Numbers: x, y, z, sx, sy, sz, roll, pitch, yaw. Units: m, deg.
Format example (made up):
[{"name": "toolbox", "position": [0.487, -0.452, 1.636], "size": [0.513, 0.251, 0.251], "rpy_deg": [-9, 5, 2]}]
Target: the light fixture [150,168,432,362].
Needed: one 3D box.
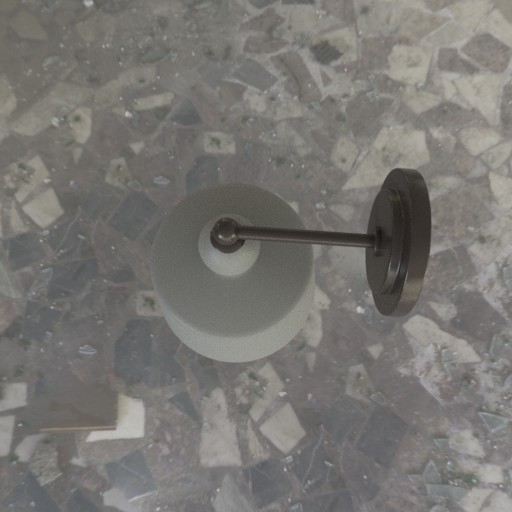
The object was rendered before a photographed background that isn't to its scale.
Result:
[{"name": "light fixture", "position": [0.000, 0.000, 0.450], "size": [0.254, 0.268, 0.204], "rpy_deg": [4, 74, 1]}]
